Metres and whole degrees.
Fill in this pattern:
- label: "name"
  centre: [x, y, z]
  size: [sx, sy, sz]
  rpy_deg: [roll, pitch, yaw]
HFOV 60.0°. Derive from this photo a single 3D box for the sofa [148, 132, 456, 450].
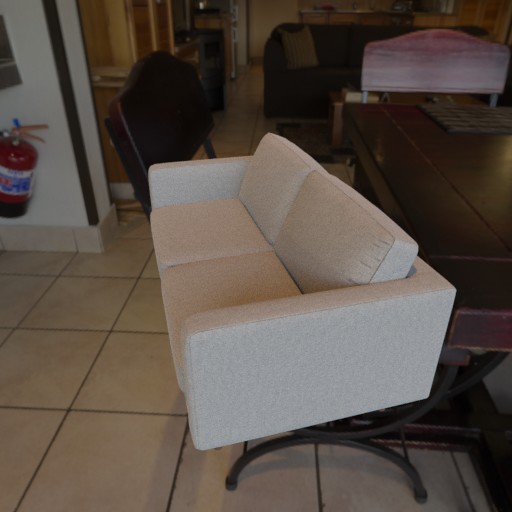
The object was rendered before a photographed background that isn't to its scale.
- label: "sofa"
  centre: [0.000, 0.000, 2.300]
  size: [1.000, 0.900, 1.731]
  rpy_deg: [-8, 30, -14]
